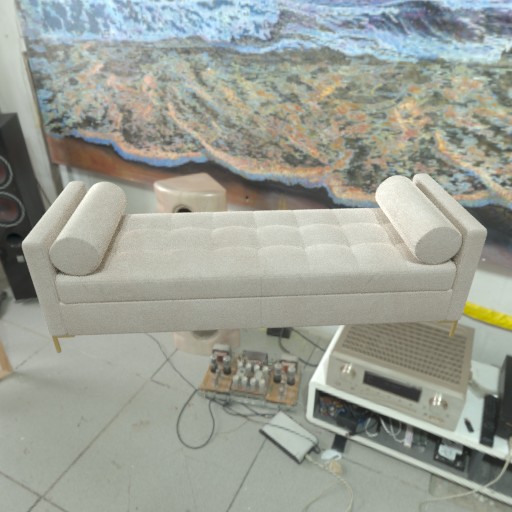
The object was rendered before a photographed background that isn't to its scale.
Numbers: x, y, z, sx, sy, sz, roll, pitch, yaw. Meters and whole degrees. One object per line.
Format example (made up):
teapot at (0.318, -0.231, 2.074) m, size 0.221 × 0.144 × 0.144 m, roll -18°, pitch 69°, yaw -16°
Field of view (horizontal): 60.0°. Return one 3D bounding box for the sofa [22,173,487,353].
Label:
sofa at (0.000, 0.000, 2.310) m, size 1.981 × 0.635 × 0.686 m, roll -2°, pitch 31°, yaw -3°
